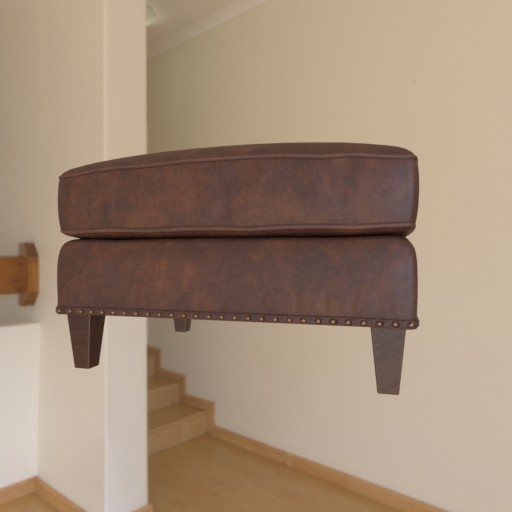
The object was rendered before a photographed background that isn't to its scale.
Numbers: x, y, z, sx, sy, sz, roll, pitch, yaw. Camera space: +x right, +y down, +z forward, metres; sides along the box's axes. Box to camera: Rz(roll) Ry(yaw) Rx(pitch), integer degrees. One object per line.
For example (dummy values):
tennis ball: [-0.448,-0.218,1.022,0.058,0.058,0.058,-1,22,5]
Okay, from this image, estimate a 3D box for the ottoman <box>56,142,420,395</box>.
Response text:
ottoman: [0.000,0.000,1.114,0.742,0.486,0.586,0,0,16]
